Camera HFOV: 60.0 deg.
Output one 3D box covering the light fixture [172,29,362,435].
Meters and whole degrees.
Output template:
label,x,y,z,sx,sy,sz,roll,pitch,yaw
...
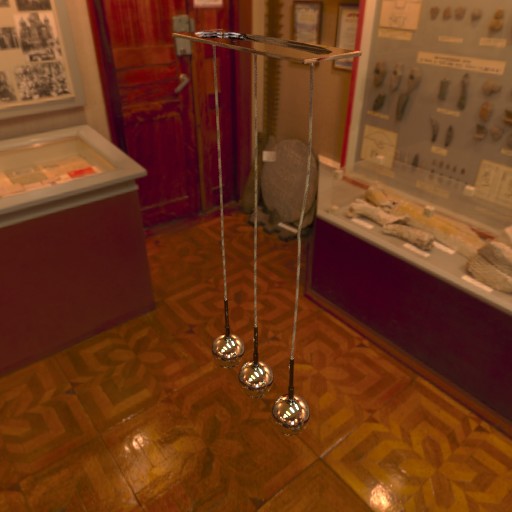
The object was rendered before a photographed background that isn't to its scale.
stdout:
label,x,y,z,sx,sy,sz,roll,pitch,yaw
light fixture,0.000,0.000,1.604,0.188,1.408,0.623,-22,39,-30
